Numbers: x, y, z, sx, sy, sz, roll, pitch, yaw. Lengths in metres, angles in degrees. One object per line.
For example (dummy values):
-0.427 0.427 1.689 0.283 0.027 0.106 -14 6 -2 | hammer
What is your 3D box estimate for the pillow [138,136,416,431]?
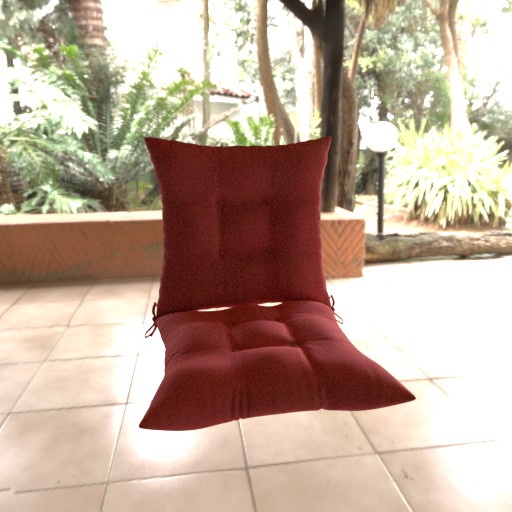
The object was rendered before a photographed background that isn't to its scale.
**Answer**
0.000 0.000 1.007 0.541 0.536 0.585 -2 14 -9 | pillow
